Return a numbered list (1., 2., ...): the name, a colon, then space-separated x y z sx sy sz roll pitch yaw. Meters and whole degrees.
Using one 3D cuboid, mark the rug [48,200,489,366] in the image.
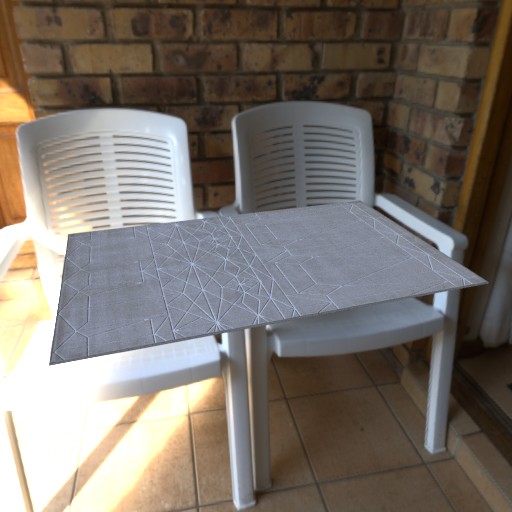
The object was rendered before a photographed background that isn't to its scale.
1. rug: 0.000 0.000 2.967 2.438 0.012 1.524 -8 28 -16
